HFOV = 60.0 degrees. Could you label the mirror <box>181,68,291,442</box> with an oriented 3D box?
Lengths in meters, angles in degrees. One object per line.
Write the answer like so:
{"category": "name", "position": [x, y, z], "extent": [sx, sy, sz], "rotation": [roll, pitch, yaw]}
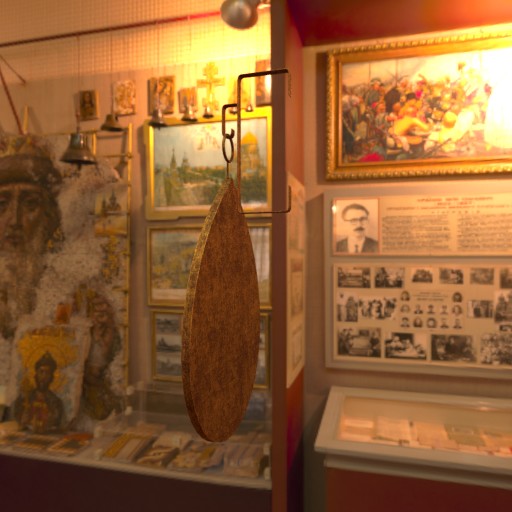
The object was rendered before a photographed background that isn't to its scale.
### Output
{"category": "mirror", "position": [0.000, 0.000, 0.906], "extent": [0.144, 0.744, 0.405], "rotation": [0, 0, 17]}
